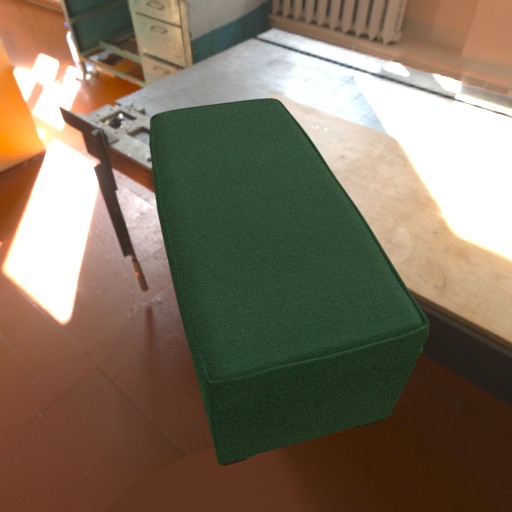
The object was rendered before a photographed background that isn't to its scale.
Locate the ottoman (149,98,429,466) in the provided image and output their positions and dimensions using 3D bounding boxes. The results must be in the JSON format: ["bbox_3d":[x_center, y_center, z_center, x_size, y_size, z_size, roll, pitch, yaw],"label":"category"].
[{"bbox_3d":[0.000,0.000,1.243,0.483,0.471,0.957,-11,47,-11],"label":"ottoman"}]
